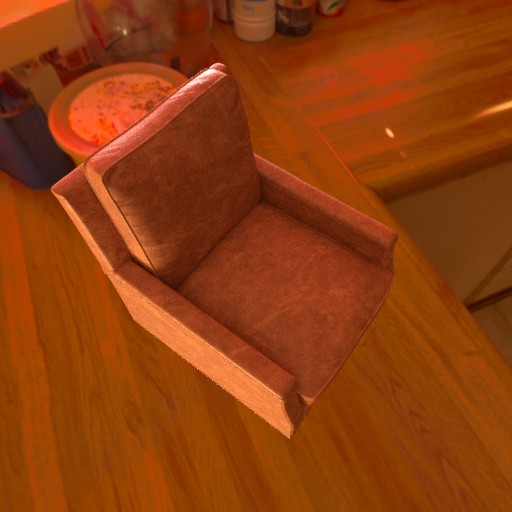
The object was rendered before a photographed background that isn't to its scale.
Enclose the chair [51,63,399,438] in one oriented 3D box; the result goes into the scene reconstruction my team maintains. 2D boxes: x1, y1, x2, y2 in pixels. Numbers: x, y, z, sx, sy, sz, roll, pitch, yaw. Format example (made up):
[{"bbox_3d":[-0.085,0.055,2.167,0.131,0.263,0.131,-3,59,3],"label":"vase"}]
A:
[{"bbox_3d":[0.000,0.000,1.811,1.035,1.054,0.854,32,62,19],"label":"chair"}]
